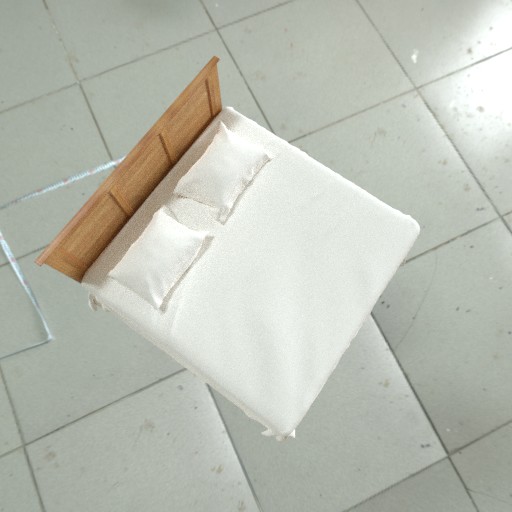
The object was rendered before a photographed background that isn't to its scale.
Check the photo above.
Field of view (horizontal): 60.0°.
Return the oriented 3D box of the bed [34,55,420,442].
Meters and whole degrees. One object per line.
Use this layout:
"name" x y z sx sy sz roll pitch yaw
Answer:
"bed" 0.000 0.000 3.611 2.215 1.270 2.317 34 77 9
